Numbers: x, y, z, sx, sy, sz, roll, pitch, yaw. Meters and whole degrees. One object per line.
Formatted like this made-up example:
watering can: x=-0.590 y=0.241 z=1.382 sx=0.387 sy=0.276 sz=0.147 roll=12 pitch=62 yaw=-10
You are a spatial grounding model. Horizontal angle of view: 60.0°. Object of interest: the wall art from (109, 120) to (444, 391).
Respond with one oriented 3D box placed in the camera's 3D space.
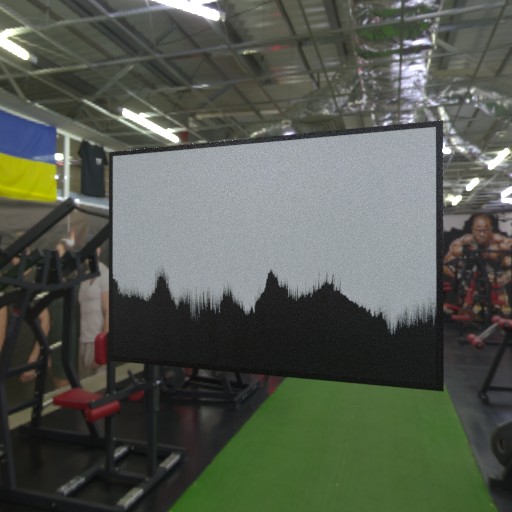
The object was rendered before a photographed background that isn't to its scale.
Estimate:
wall art: x=0.000 y=0.000 z=0.846 sx=0.659 sy=0.446 sz=0.022 roll=0 pitch=0 yaw=19
